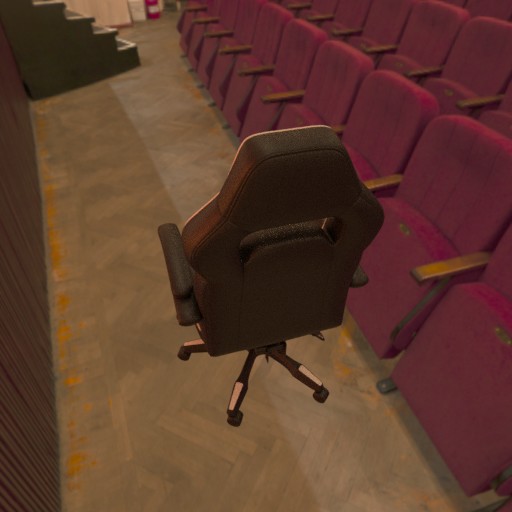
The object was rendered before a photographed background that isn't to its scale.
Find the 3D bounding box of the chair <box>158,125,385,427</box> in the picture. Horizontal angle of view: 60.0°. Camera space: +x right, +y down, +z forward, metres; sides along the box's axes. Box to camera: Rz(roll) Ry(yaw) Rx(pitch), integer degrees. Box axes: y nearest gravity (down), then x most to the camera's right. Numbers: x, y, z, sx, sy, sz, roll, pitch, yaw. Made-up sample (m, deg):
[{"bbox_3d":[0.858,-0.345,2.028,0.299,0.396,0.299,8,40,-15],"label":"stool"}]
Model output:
[{"bbox_3d":[0.000,0.000,1.612,0.676,1.200,0.700,-11,42,-13],"label":"chair"}]
